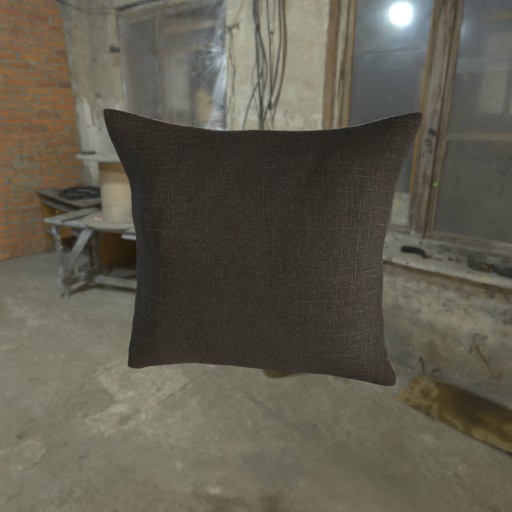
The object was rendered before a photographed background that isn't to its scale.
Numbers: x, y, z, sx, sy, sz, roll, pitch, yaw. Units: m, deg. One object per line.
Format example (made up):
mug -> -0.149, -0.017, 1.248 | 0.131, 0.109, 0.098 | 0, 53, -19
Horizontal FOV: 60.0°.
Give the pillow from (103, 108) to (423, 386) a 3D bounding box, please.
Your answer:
pillow -> 0.000, 0.000, 0.702 | 0.468, 0.444, 0.138 | 2, 18, 8
